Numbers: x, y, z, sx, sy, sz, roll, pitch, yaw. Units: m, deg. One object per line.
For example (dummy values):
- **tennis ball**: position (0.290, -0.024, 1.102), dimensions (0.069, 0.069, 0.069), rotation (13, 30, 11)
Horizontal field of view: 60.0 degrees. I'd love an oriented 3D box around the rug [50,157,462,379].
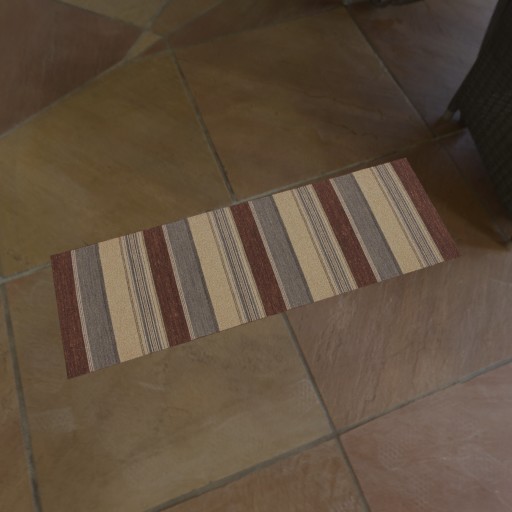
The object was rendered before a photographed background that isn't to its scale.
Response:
- **rug**: position (0.000, 0.000, 2.762), dimensions (2.437, 0.006, 0.792), rotation (-16, 66, -7)
